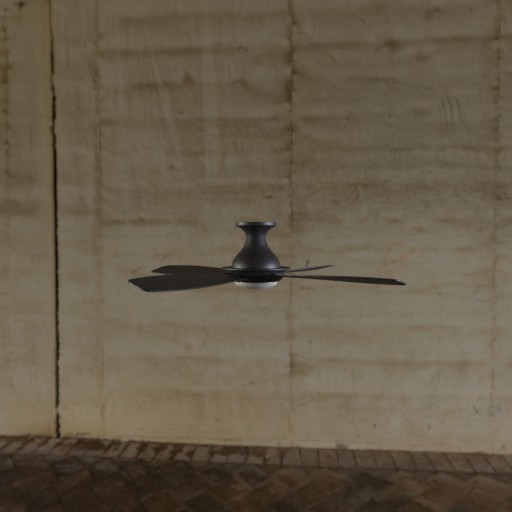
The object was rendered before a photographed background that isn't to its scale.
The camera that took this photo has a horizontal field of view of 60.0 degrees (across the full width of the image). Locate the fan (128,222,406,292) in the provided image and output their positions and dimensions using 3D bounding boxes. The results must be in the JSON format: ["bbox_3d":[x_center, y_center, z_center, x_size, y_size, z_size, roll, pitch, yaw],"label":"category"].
[{"bbox_3d":[0.000,0.000,2.540,1.694,0.382,1.694,1,2,37],"label":"fan"}]
